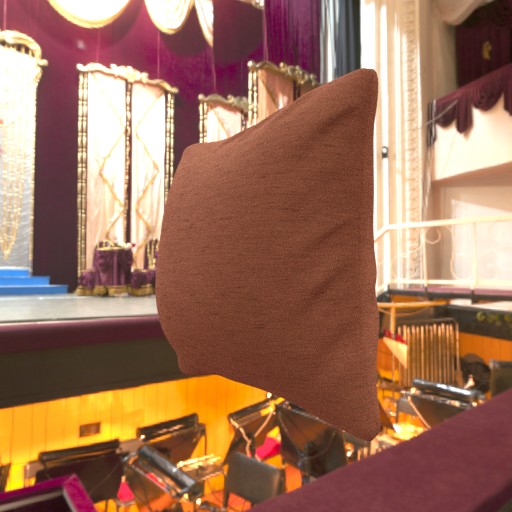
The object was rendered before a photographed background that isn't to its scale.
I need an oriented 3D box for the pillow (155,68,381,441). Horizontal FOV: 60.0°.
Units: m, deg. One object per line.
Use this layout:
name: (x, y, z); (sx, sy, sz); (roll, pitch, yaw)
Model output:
pillow: (0.000, 0.000, 0.653); (0.246, 0.415, 0.432); (2, -3, -37)
